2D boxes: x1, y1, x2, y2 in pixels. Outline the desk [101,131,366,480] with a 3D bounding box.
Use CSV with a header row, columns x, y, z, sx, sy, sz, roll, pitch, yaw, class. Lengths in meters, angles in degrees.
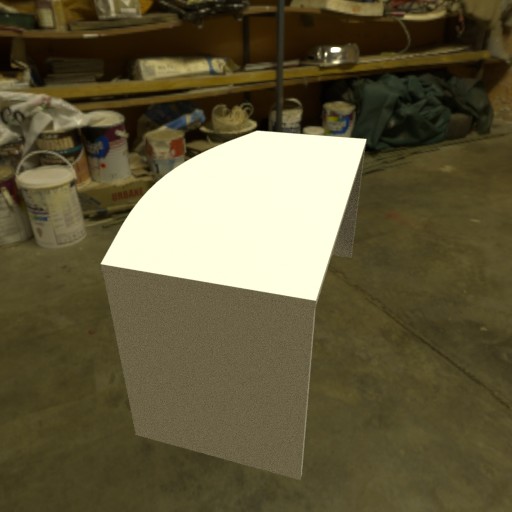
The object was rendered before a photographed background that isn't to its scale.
x,y,z,sx,sy,sz,roll,pitch,yaw,class
0.000,0.000,2.087,0.802,0.750,1.600,9,31,14,desk
